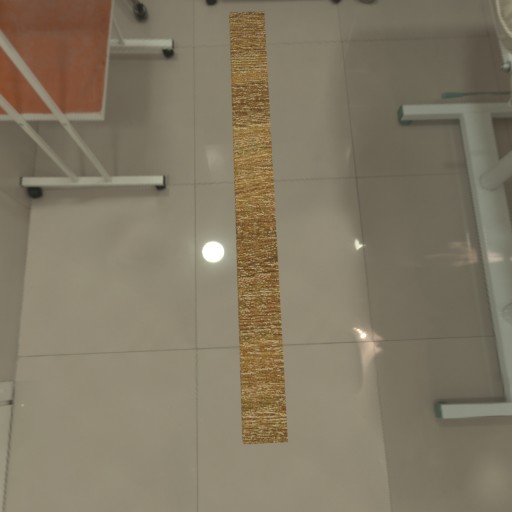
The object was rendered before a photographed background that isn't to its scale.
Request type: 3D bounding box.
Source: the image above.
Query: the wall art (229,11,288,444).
[{"bbox_3d":[0.000,0.000,0.590,0.039,0.403,0.406,-2,76,-1],"label":"wall art"}]
